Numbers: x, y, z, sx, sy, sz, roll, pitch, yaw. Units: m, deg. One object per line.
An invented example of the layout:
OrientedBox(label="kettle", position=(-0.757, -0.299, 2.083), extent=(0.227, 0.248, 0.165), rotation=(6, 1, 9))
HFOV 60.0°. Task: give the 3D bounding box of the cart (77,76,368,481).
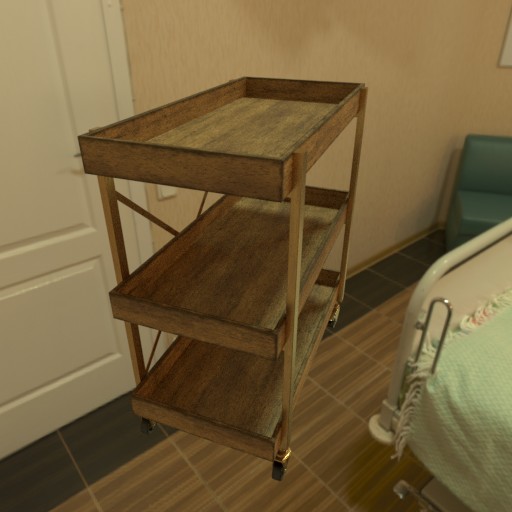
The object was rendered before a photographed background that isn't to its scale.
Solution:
OrientedBox(label="cart", position=(0.000, 0.000, 1.203), extent=(0.416, 0.799, 0.750), rotation=(11, 32, 18))
